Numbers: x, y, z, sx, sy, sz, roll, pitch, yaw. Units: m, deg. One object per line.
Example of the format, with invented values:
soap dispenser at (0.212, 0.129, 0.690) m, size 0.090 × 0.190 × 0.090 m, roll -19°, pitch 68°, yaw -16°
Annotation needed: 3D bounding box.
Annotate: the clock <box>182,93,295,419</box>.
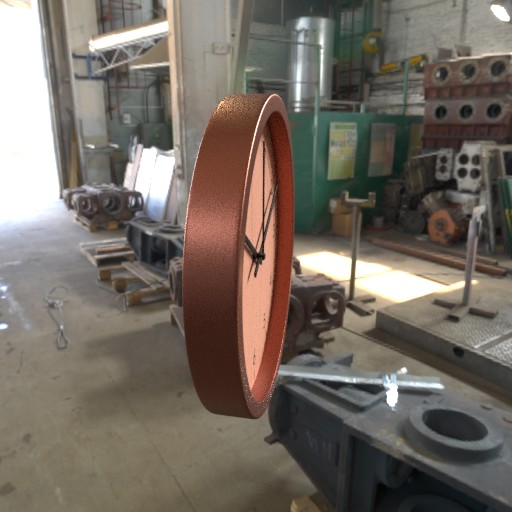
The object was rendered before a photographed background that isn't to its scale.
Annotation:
clock at (0.000, 0.000, 0.456) m, size 0.040 × 0.313 × 0.313 m, roll 3°, pitch 16°, yaw 11°
